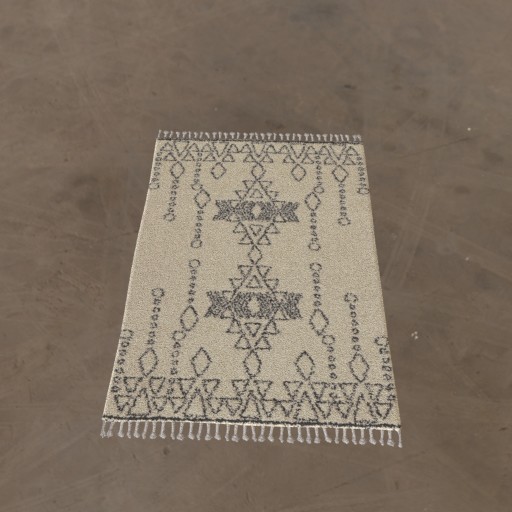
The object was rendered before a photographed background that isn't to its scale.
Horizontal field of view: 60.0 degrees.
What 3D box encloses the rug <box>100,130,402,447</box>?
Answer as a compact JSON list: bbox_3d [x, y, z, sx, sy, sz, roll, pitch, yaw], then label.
[{"bbox_3d":[0.000,0.000,3.852,2.125,0.028,3.027,1,59,1],"label":"rug"}]
